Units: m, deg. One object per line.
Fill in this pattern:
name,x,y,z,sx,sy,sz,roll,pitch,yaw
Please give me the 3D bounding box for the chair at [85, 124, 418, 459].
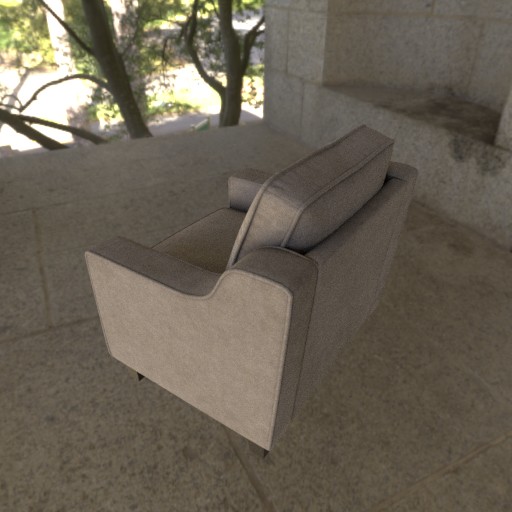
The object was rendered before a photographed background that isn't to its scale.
chair,0.000,0.000,1.672,0.840,0.944,0.926,20,37,29
